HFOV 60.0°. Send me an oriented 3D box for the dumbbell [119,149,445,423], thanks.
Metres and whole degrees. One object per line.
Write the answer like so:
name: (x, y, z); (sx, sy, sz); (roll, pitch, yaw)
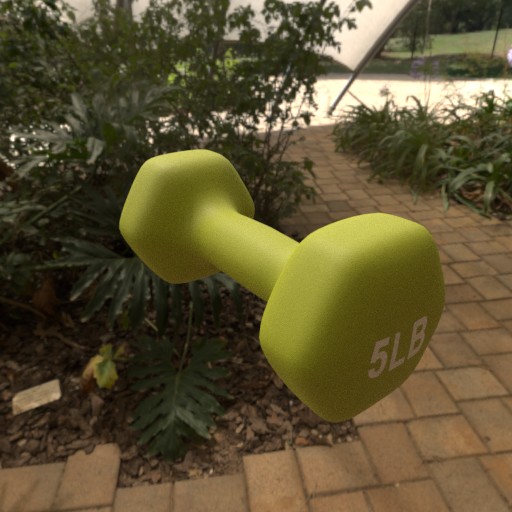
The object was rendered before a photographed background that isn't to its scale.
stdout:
dumbbell: (0.000, 0.000, 0.208); (0.080, 0.072, 0.164); (-18, 32, -32)
